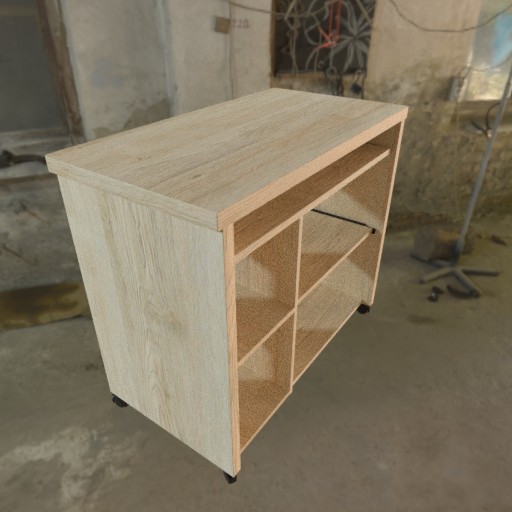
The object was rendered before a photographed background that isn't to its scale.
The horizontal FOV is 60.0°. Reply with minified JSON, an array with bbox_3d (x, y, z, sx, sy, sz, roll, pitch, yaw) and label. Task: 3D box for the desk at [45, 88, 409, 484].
[{"bbox_3d":[0.000,0.000,1.324,0.480,0.770,0.885,20,37,30],"label":"desk"}]
